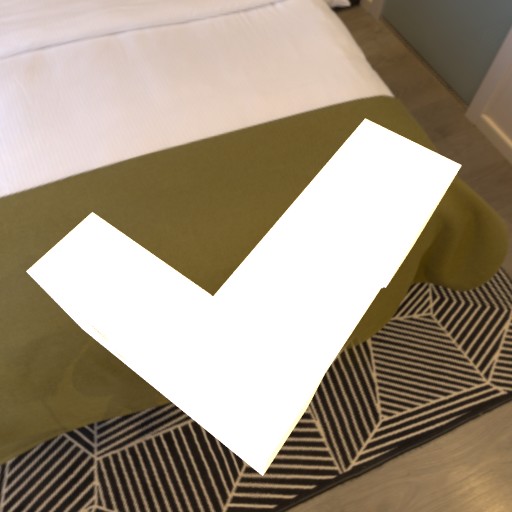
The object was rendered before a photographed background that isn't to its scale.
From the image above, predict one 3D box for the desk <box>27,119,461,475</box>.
[{"bbox_3d":[0.000,0.000,2.219,1.199,0.759,1.524,33,66,17],"label":"desk"}]
